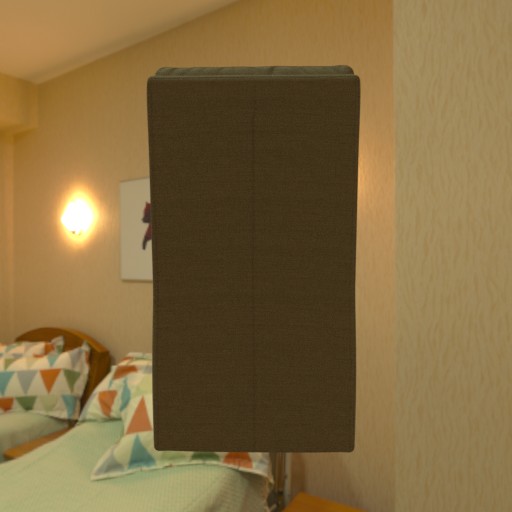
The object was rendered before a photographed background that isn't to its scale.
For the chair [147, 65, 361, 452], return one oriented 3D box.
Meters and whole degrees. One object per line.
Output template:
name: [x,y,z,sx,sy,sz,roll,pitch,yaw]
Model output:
chair: [0.000,0.000,1.310,0.503,0.927,0.698,0,-1,1]
